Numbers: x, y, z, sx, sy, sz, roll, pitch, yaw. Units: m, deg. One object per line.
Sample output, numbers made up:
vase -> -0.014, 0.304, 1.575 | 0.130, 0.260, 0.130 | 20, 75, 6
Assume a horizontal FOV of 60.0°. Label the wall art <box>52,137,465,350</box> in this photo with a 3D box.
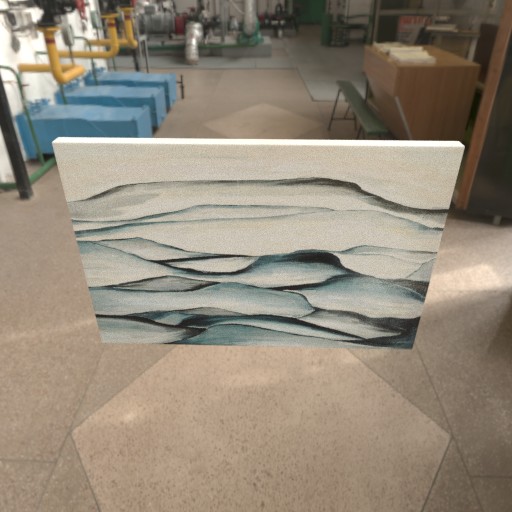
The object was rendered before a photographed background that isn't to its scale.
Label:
wall art -> 0.000, 0.000, 1.157 | 0.914, 0.609, 0.039 | 1, 33, 2
